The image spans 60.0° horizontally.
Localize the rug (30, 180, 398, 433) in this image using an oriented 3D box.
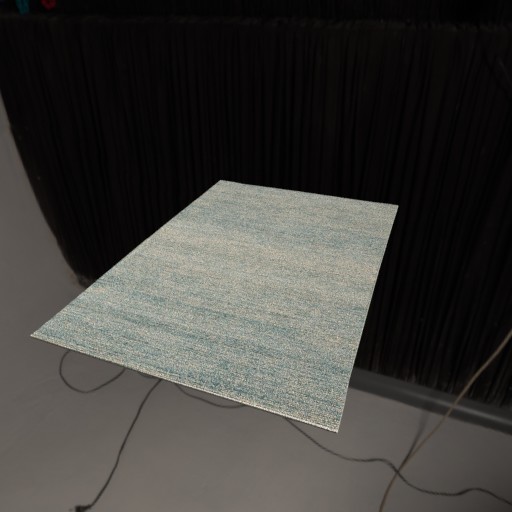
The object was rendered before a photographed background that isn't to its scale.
[{"bbox_3d":[0.000,0.000,5.165,2.802,0.052,4.078,11,33,18],"label":"rug"}]
